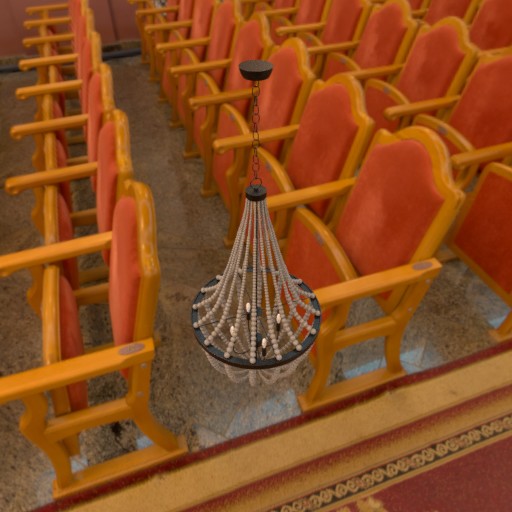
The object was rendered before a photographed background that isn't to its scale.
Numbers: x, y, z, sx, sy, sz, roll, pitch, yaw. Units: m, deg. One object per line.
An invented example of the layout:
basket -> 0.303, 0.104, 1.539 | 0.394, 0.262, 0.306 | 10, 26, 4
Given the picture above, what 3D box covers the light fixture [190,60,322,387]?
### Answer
light fixture -> 0.000, 0.000, 1.364 | 0.450, 1.133, 0.450 | 0, 41, 0
